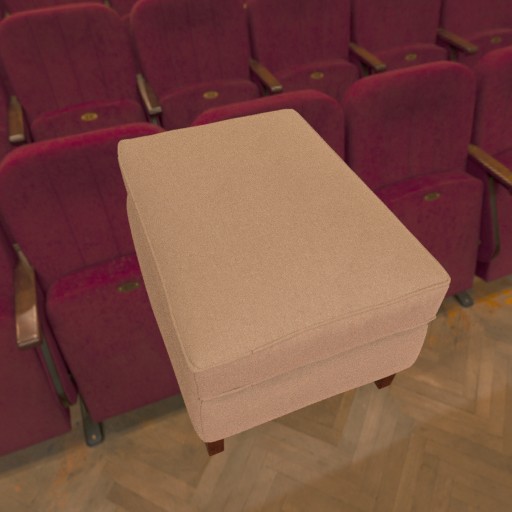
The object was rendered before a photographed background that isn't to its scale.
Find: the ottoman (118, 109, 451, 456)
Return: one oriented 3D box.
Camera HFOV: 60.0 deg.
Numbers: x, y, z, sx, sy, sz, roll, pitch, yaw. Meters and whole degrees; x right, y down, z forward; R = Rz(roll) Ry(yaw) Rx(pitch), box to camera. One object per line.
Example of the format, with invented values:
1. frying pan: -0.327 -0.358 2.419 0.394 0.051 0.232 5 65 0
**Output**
1. ottoman: 0.000 0.000 1.002 0.501 0.456 0.665 -16 48 -15
